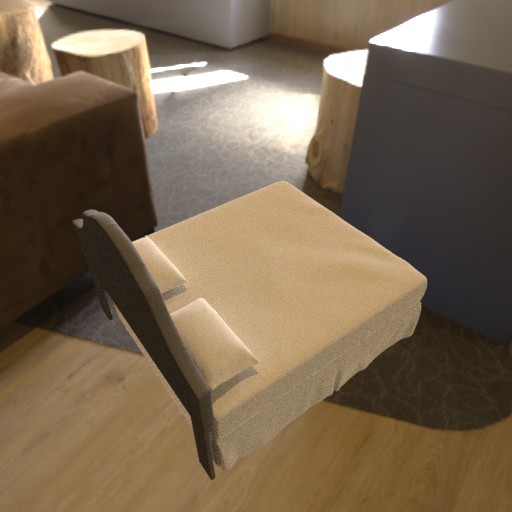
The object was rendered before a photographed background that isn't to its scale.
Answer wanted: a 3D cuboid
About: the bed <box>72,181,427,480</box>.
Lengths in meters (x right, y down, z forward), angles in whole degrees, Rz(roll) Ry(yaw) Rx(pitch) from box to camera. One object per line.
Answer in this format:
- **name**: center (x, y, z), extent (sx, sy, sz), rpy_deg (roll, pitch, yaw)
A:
- **bed**: center (0.000, 0.000, 3.617), extent (2.214, 1.615, 2.008), rpy_deg (-26, 48, -26)
